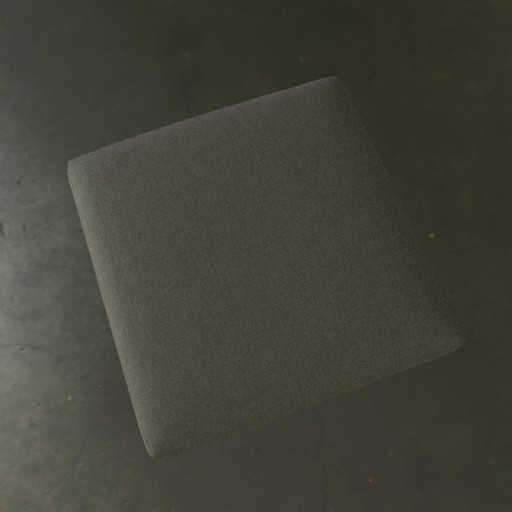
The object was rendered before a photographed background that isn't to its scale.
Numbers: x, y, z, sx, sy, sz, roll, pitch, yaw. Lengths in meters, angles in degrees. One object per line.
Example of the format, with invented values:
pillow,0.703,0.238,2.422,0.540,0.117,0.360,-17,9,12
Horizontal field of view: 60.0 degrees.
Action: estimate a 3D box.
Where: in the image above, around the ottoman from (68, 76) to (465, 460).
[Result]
ottoman,0.000,0.000,1.543,1.041,0.470,1.041,-19,77,-5
